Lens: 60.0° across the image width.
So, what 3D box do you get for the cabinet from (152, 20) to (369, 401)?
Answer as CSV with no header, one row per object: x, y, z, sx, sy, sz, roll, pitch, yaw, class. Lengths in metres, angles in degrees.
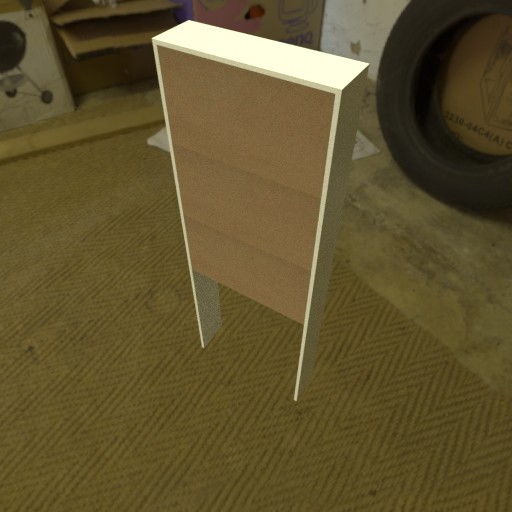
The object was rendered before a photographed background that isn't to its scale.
0.000,0.000,1.954,0.643,1.770,0.192,24,51,22,cabinet
